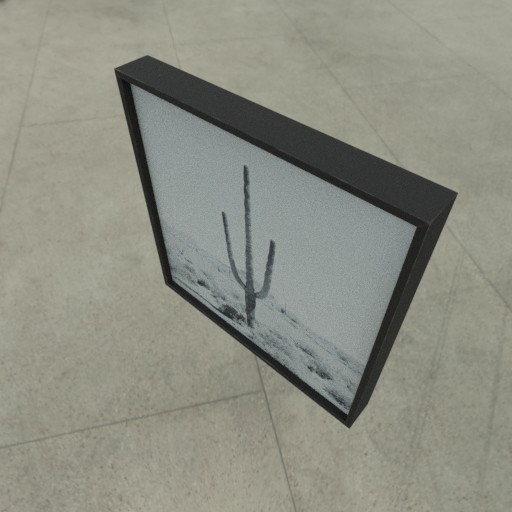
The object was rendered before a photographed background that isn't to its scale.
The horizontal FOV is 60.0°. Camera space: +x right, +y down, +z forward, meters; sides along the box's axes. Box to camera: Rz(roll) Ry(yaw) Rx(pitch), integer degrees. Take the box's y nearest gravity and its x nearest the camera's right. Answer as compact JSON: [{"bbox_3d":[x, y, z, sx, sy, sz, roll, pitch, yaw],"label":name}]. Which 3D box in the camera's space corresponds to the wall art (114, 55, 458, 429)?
[{"bbox_3d":[0.000,0.000,0.448,0.305,0.305,0.038,33,55,27],"label":"wall art"}]
